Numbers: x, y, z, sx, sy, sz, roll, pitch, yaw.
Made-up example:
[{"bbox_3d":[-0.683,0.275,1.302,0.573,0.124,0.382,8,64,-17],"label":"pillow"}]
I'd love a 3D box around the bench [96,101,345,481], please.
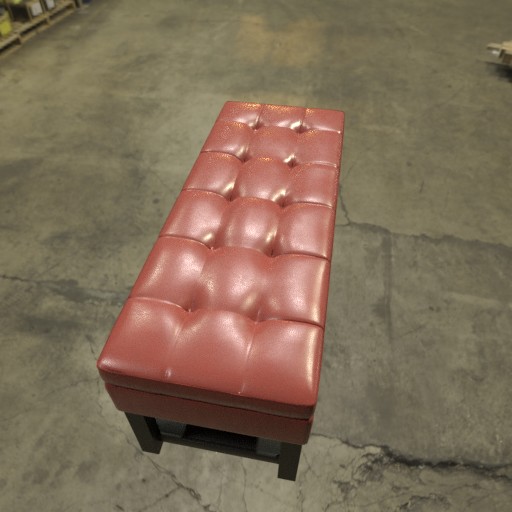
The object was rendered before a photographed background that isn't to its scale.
[{"bbox_3d":[0.000,0.000,1.339,0.432,0.460,1.105,8,46,7],"label":"bench"}]
